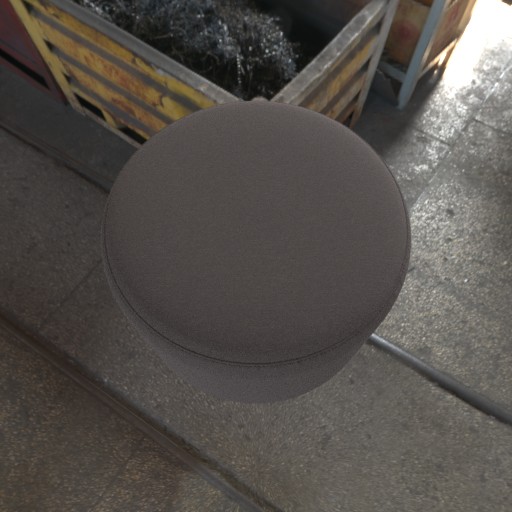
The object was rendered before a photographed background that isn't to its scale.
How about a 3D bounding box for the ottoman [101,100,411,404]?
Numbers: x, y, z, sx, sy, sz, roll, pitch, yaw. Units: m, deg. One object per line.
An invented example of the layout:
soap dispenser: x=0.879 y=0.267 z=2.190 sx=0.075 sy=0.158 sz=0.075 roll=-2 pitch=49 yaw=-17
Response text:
ottoman: x=0.000 y=0.000 z=1.014 sx=0.608 sy=0.433 sz=0.608 roll=0 pitch=64 yaw=0
